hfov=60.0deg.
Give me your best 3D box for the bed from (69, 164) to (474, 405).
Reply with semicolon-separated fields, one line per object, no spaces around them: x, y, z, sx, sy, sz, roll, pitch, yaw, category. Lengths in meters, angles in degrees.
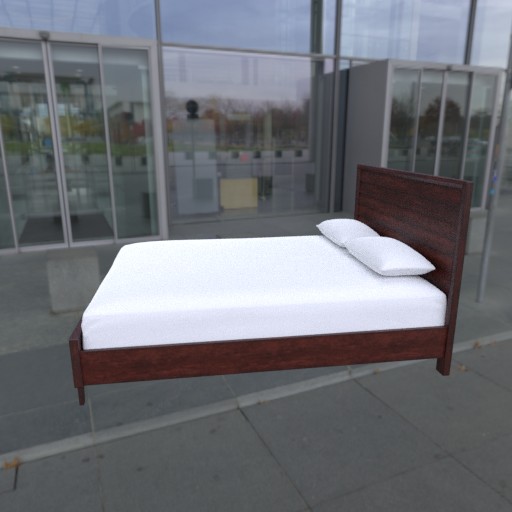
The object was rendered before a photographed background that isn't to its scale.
0.000;0.000;4.016;2.803;1.492;2.040;-2;15;-8;bed
